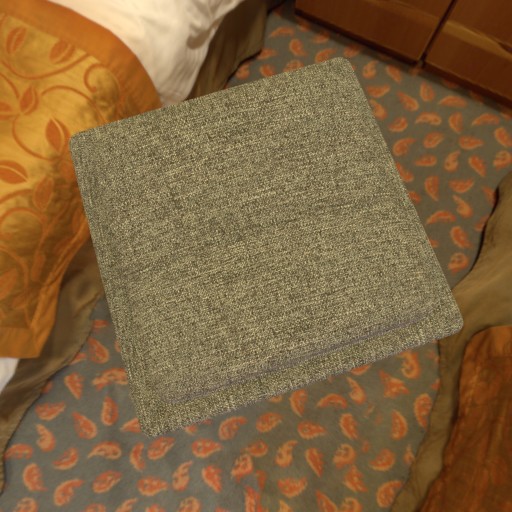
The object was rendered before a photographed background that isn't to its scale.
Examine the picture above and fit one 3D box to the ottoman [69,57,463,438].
[{"bbox_3d":[0.000,0.000,0.788,0.450,0.460,0.450,-18,77,-4],"label":"ottoman"}]
